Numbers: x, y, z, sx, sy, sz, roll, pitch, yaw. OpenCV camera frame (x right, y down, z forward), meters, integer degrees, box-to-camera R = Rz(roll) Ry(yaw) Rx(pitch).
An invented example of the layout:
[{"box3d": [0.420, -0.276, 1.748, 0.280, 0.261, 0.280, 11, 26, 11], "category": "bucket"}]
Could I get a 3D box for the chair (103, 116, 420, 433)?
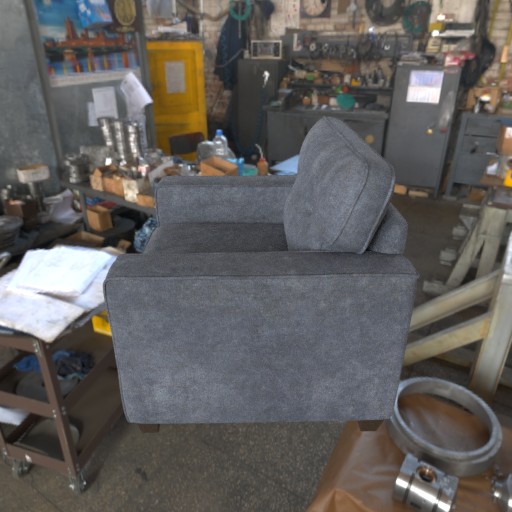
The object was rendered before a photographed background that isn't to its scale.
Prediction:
[{"box3d": [0.000, 0.000, 1.774, 0.939, 0.965, 1.015, -1, 27, -1], "category": "chair"}]
